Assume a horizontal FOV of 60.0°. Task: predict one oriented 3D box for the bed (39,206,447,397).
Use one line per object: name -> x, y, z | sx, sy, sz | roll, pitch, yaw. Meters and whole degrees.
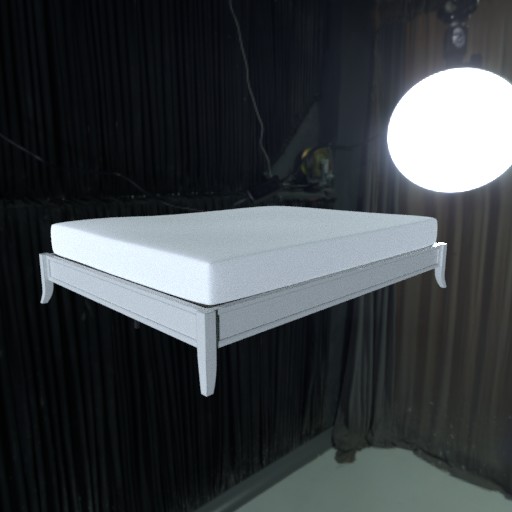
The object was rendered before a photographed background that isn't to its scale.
bed -> 0.000, 0.000, 2.824 | 1.604, 0.510, 2.108 | 11, 16, 44
